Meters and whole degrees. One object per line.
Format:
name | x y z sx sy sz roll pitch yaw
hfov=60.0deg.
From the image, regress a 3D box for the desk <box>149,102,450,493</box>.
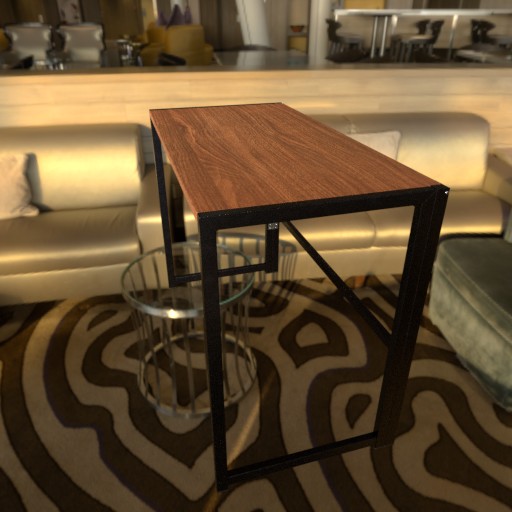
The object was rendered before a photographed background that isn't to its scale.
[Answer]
desk | 0.000 0.000 1.428 0.508 0.762 1.016 -8 30 -15
